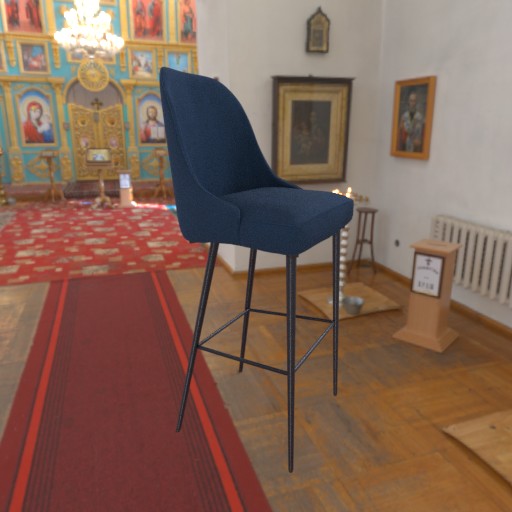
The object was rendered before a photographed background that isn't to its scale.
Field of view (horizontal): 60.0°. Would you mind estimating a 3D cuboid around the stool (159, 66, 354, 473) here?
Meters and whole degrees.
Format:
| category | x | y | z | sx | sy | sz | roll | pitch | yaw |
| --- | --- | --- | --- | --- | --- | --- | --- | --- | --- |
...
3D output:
| category | x | y | z | sx | sy | sz | roll | pitch | yaw |
| --- | --- | --- | --- | --- | --- | --- | --- | --- | --- |
| stool | 0.000 | 0.000 | 1.354 | 0.489 | 1.079 | 0.527 | 7 | 16 | 25 |
